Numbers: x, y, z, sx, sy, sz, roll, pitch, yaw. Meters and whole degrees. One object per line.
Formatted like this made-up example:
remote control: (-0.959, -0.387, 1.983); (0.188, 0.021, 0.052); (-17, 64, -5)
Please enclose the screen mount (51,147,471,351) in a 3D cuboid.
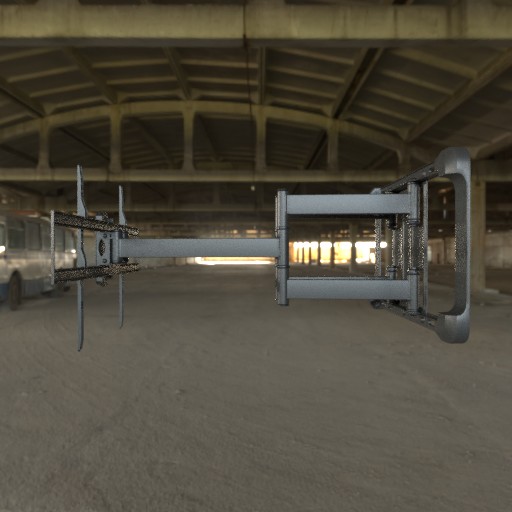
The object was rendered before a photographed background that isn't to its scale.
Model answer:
screen mount: (0.000, 0.000, 1.297); (0.905, 0.483, 0.725); (0, 0, 0)
